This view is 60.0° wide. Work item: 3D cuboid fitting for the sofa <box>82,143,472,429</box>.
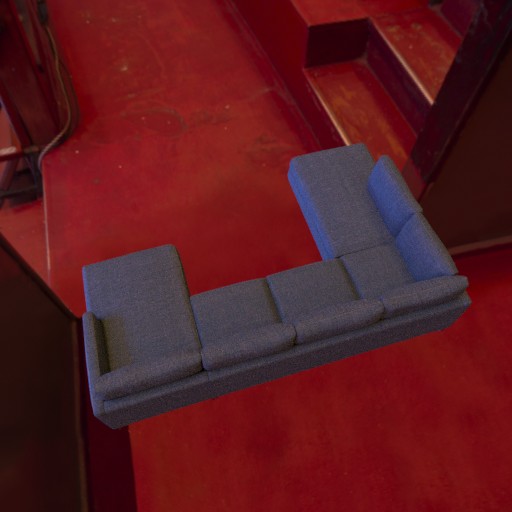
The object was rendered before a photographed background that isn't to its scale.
[{"bbox_3d":[0.000,0.000,3.579,2.737,0.753,1.879,-14,59,-9],"label":"sofa"}]
